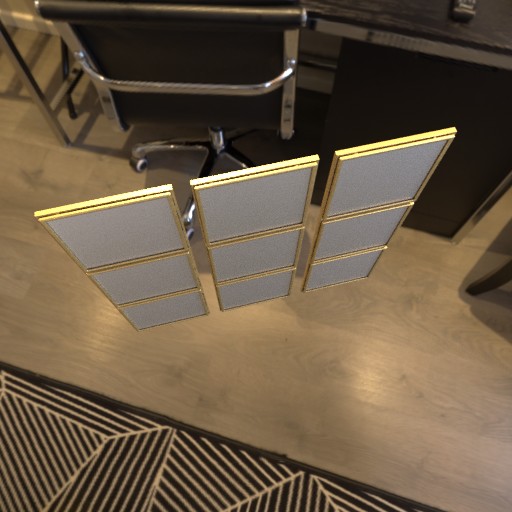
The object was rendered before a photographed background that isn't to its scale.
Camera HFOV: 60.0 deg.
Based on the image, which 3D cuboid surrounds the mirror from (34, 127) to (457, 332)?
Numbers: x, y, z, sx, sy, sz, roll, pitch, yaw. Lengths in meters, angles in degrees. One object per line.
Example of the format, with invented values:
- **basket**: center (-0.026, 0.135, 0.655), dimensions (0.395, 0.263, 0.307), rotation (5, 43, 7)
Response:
- **mirror**: center (0.000, 0.000, 1.452), dimensions (1.011, 0.926, 0.023), rotation (-13, 65, -6)
